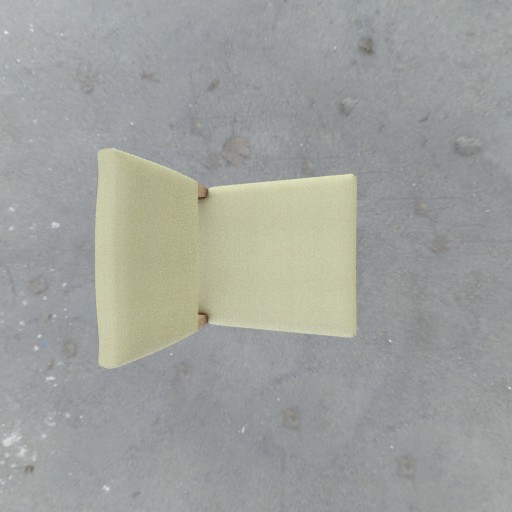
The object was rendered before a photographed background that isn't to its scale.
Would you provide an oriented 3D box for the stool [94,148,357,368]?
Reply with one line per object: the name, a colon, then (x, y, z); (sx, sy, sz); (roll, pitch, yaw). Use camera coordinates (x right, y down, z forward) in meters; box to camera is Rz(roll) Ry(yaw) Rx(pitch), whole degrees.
stool: (0.000, 0.000, 1.352); (0.623, 0.986, 0.508); (0, 91, 2)
